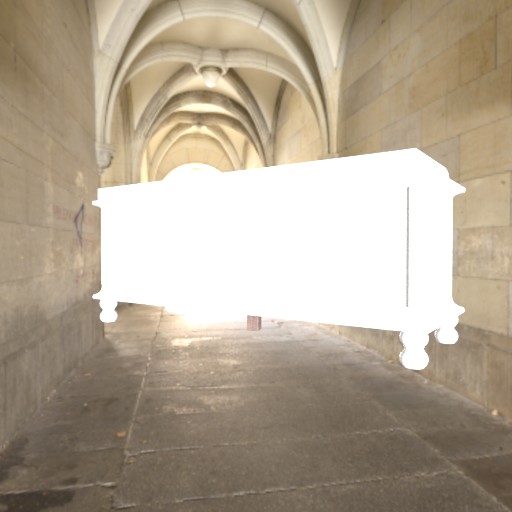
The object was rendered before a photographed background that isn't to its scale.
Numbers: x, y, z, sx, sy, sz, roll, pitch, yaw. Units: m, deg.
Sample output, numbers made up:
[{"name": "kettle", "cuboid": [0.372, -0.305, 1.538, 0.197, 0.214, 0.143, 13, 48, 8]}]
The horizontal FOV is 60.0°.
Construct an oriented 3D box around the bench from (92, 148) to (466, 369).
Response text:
[{"name": "bench", "cuboid": [0.000, 0.000, 1.448, 1.185, 0.486, 0.402, 1, 1, 35]}]
